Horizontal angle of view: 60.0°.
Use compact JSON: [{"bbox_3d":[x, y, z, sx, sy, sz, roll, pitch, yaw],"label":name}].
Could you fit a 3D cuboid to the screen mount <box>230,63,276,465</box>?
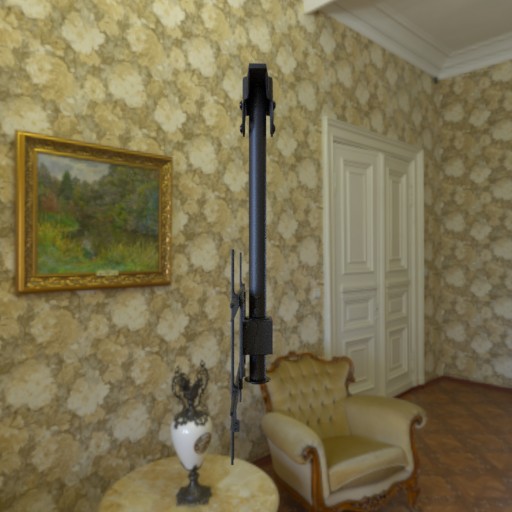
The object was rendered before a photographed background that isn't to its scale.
[{"bbox_3d":[0.000,0.000,1.013,0.090,0.775,0.595,0,0,0],"label":"screen mount"}]
